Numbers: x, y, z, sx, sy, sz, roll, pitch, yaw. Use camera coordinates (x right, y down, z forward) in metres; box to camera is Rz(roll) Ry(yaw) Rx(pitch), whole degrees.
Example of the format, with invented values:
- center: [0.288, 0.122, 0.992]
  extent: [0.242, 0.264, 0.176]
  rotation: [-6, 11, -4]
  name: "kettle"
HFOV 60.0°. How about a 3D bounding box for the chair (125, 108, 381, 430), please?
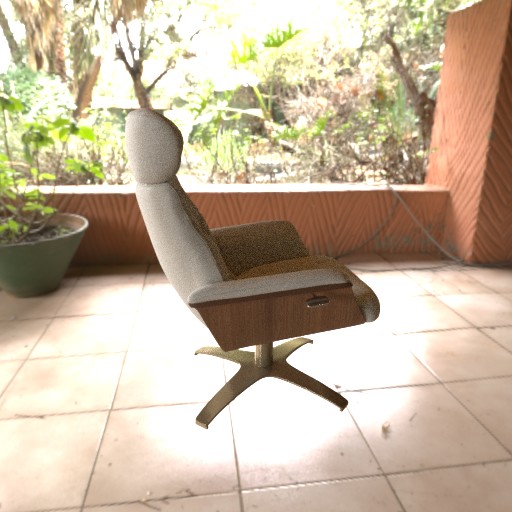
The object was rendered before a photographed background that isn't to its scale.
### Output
- center: [0.000, 0.000, 1.584]
  extent: [0.837, 0.995, 0.785]
  rotation: [-3, 16, -9]
  name: "chair"
